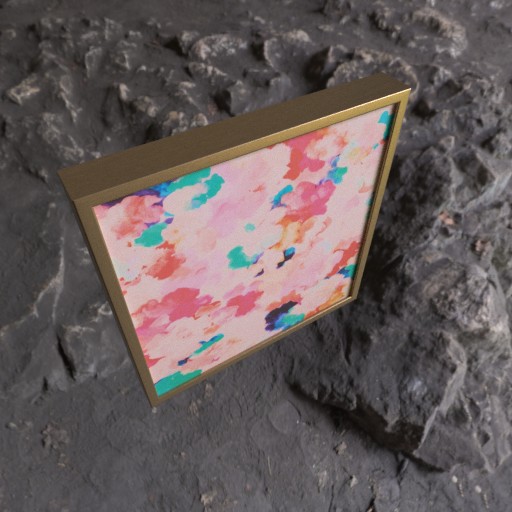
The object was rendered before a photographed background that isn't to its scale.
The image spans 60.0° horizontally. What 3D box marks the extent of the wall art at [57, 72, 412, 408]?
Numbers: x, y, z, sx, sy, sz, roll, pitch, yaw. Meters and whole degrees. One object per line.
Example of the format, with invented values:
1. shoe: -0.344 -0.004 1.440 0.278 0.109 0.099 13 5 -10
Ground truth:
1. wall art: 0.000 0.000 0.464 0.304 0.305 0.038 -24 51 -21
